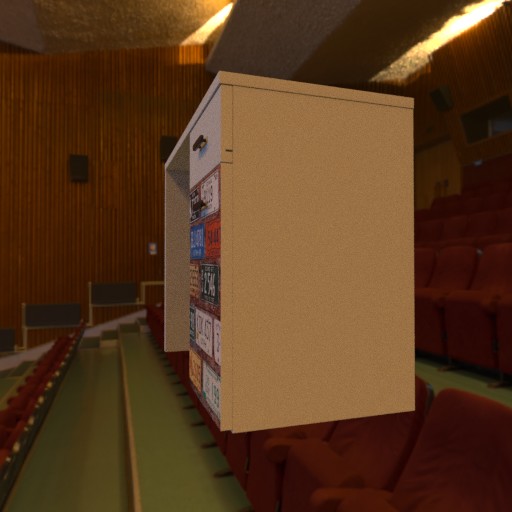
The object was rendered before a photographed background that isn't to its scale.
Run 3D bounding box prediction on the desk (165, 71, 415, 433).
[{"bbox_3d":[0.000,0.000,1.384,0.482,0.730,0.898,0,-1,-18],"label":"desk"}]
